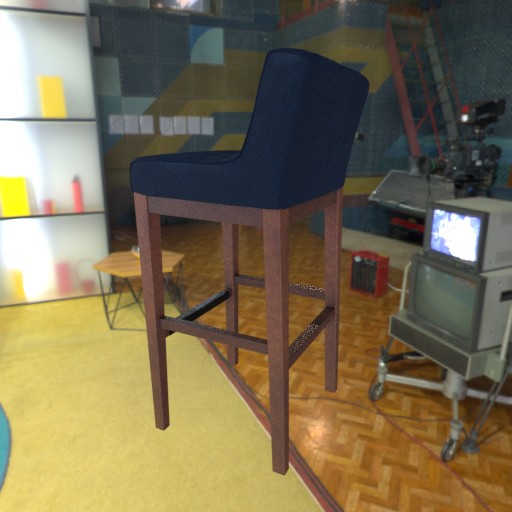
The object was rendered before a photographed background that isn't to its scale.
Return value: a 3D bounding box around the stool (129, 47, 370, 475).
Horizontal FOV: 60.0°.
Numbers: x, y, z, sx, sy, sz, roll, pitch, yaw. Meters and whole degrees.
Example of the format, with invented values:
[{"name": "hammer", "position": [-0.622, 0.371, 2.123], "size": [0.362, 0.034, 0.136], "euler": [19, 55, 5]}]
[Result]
[{"name": "stool", "position": [0.000, 0.000, 1.308], "size": [0.500, 1.037, 0.511], "euler": [8, 18, 26]}]
